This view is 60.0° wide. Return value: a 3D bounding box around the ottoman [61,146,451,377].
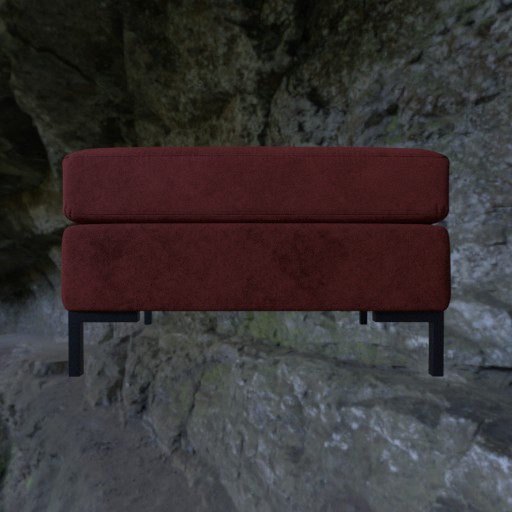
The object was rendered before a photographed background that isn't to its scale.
[{"bbox_3d":[0.000,0.000,1.167,0.782,0.462,0.650,0,1,0],"label":"ottoman"}]
